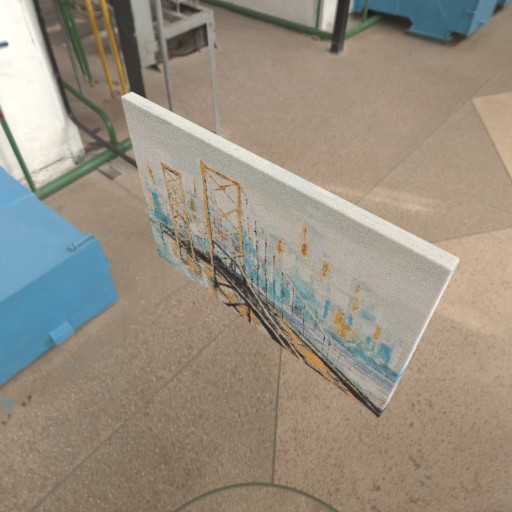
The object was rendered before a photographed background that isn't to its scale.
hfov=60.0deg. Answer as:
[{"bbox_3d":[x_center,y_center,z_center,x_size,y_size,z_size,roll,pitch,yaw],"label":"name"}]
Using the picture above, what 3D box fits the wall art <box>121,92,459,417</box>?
[{"bbox_3d":[0.000,0.000,1.187,0.913,0.609,0.038,33,55,27],"label":"wall art"}]
